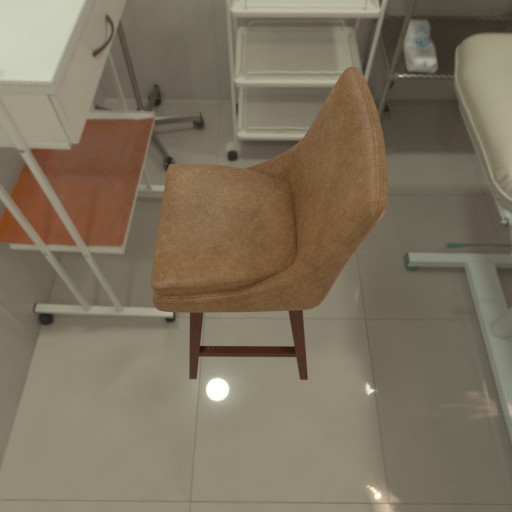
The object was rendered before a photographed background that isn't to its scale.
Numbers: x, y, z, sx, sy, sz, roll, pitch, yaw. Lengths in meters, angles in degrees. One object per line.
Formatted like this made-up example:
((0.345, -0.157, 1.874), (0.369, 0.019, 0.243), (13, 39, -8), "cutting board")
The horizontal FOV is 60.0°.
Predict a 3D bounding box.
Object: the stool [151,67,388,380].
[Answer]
((0.000, 0.000, 1.435), (0.572, 1.079, 0.487), (0, 58, 0), "stool")
